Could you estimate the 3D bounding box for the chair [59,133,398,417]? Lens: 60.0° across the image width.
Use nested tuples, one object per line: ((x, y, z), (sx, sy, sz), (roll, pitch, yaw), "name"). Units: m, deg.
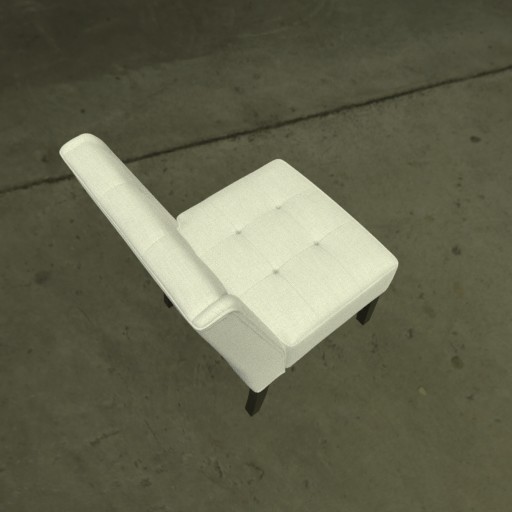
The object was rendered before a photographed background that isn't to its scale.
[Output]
((0.000, 0.000, 1.302), (0.676, 0.853, 0.569), (-33, 62, -20), "chair")
